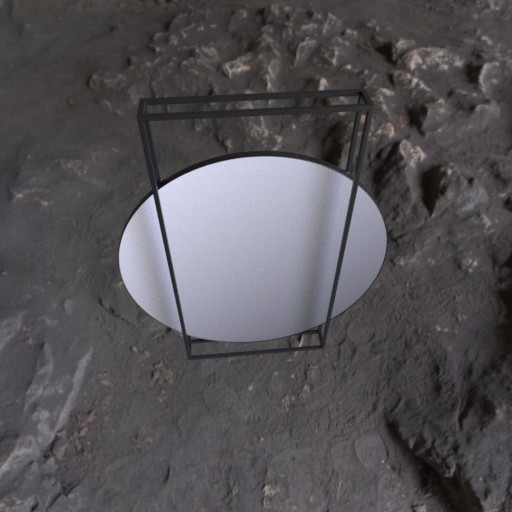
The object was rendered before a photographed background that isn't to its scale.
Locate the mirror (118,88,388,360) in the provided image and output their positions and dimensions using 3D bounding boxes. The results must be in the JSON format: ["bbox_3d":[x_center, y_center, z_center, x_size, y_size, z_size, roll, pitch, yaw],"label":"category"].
[{"bbox_3d":[0.000,0.000,0.818,0.508,0.603,0.051,-4,46,-4],"label":"mirror"}]
